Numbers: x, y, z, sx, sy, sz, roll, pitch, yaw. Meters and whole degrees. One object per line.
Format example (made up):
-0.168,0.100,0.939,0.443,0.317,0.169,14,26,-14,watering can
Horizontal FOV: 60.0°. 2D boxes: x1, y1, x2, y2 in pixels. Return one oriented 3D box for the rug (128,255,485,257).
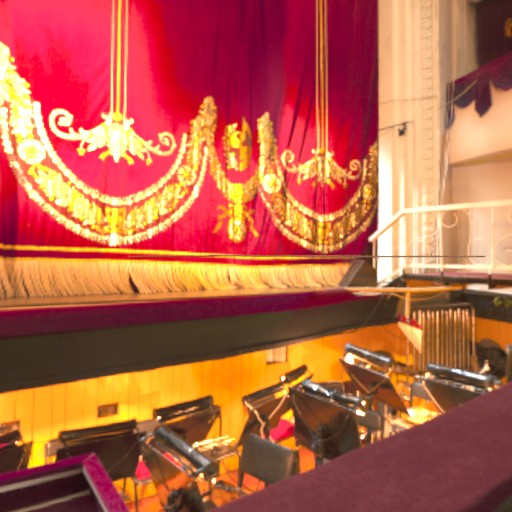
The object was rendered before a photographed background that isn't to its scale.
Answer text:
0.000,0.000,2.666,0.741,0.014,2.390,0,0,-36,rug
